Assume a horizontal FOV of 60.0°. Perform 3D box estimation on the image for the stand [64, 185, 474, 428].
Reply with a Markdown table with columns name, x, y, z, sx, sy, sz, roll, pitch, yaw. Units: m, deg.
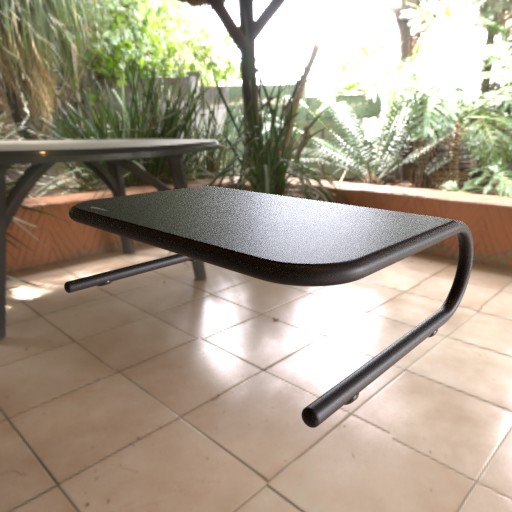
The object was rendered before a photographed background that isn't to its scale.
| name | x | y | z | sx | sy | sz | roll | pitch | yaw |
| --- | --- | --- | --- | --- | --- | --- | --- | --- | --- |
| stand | 0.000 | 0.000 | 0.491 | 0.370 | 0.108 | 0.280 | 15 | 22 | 41 |
